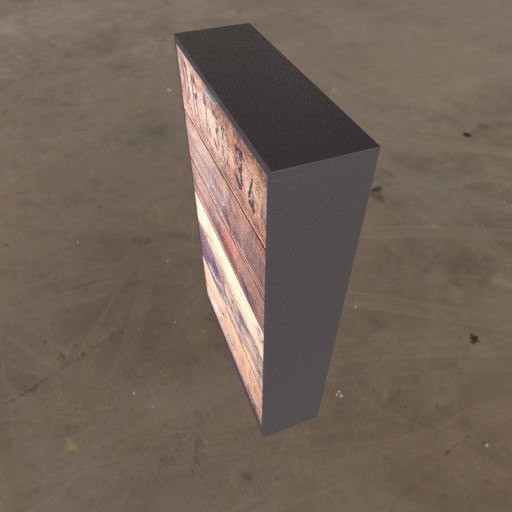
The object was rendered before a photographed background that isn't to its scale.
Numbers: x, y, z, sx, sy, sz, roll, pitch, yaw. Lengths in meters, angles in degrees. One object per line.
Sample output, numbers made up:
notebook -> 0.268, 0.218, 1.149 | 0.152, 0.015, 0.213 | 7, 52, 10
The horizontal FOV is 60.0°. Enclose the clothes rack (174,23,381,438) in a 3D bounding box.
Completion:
clothes rack -> 0.000, 0.000, 1.572 | 0.250, 1.280, 0.750 | -16, 48, -15
